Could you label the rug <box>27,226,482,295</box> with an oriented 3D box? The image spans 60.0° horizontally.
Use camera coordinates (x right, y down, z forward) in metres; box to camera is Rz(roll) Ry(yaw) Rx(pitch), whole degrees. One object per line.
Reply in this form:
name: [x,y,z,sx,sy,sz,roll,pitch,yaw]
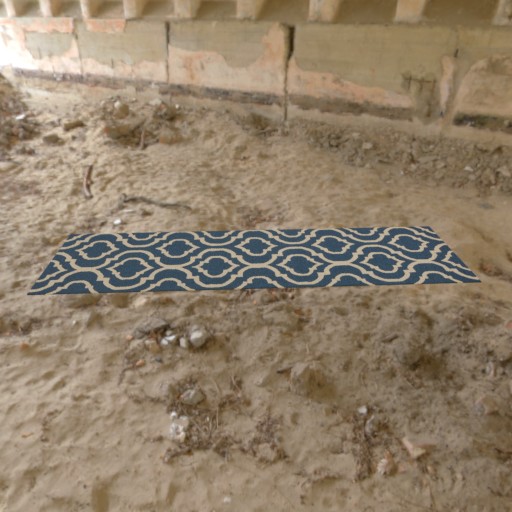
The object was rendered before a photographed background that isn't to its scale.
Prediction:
rug: [0.000,0.000,2.536,2.296,0.006,0.685,-1,29,-3]
